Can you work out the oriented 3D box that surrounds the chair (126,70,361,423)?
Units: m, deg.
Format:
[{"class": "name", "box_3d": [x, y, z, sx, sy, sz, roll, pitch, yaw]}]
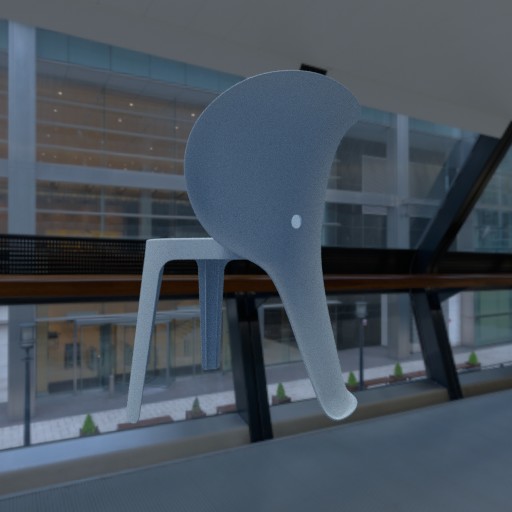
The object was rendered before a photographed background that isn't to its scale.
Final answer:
[{"class": "chair", "box_3d": [0.000, 0.000, 0.869, 0.402, 0.554, 0.451, 0, 0, 16]}]
